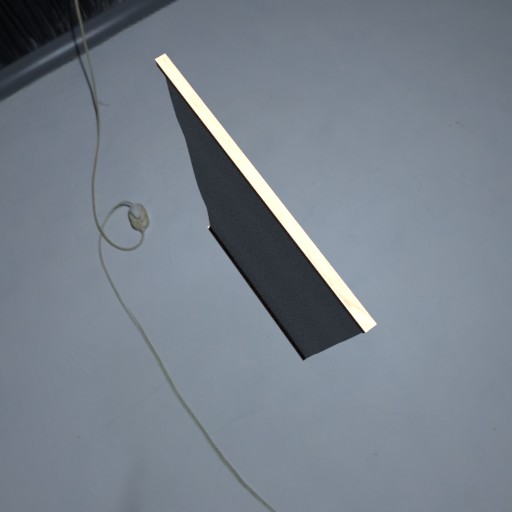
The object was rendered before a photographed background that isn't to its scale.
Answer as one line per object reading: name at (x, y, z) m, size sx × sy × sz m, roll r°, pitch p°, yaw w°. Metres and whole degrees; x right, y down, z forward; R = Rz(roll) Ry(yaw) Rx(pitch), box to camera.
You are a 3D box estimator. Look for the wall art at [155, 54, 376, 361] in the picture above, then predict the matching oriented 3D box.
wall art at (0.000, 0.000, 0.651) m, size 0.012 × 0.508 × 0.332 m, roll -34°, pitch 77°, yaw -9°
